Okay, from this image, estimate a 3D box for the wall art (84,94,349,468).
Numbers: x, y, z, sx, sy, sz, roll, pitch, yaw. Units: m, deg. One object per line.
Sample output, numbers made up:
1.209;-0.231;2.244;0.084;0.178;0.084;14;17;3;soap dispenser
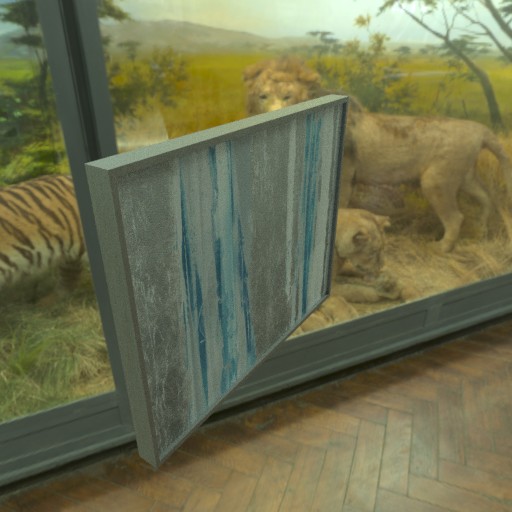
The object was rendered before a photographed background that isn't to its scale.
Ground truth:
0.000;0.000;0.751;0.037;0.450;0.557;18;33;30;wall art
